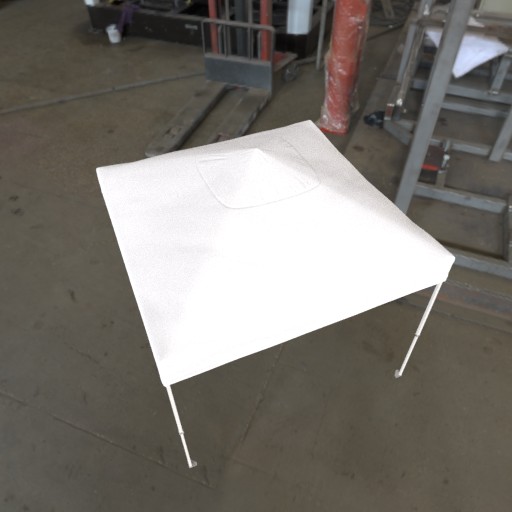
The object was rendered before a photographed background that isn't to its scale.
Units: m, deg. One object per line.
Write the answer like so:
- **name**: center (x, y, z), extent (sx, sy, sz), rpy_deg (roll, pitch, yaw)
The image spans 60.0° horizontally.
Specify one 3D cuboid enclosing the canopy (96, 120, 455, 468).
- **canopy**: center (0.000, 0.000, 5.402), extent (2.998, 2.997, 2.996), rpy_deg (-17, 48, -16)
